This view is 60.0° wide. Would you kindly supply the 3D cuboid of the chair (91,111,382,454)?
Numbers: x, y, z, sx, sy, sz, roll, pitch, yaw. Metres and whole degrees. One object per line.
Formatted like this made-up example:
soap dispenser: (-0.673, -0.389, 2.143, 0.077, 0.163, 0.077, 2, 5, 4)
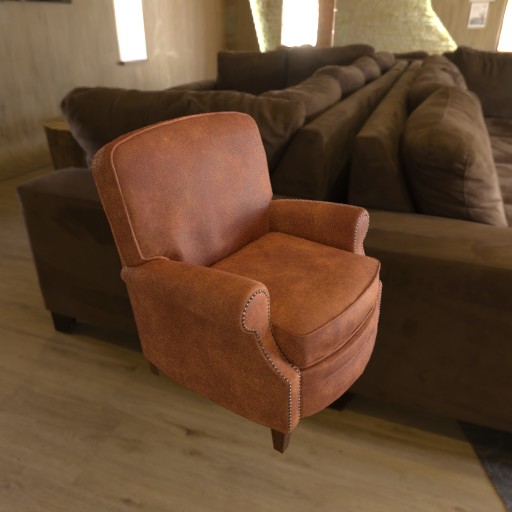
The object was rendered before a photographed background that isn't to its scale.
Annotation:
chair: (0.000, 0.000, 1.768, 0.986, 1.018, 0.936, 18, 32, 31)
